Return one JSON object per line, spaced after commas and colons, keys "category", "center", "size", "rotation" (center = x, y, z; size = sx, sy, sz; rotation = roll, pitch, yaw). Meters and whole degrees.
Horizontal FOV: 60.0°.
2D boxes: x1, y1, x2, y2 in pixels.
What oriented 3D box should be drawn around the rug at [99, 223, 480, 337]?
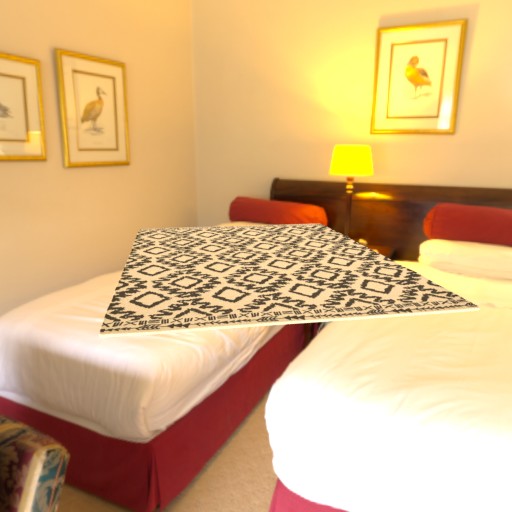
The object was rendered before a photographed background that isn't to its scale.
{"category": "rug", "center": [0.000, 0.000, 4.312], "size": [2.444, 0.036, 3.369], "rotation": [-3, 14, -10]}
